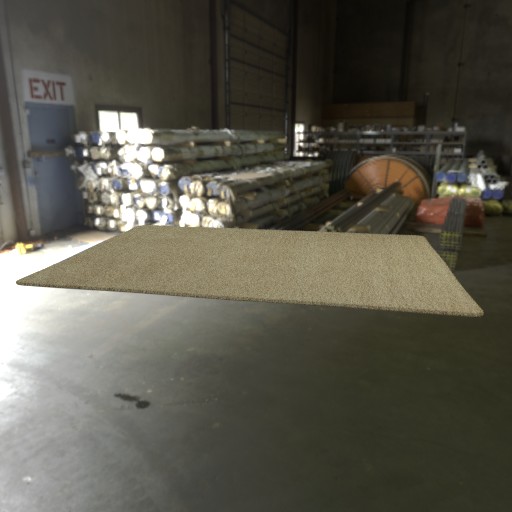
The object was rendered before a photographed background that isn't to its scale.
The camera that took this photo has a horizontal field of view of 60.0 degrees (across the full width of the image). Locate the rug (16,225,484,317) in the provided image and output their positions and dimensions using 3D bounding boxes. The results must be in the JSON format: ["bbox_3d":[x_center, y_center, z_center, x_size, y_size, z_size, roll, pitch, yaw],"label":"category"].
[{"bbox_3d":[0.000,0.000,3.332,2.700,0.024,1.801,3,16,10],"label":"rug"}]
